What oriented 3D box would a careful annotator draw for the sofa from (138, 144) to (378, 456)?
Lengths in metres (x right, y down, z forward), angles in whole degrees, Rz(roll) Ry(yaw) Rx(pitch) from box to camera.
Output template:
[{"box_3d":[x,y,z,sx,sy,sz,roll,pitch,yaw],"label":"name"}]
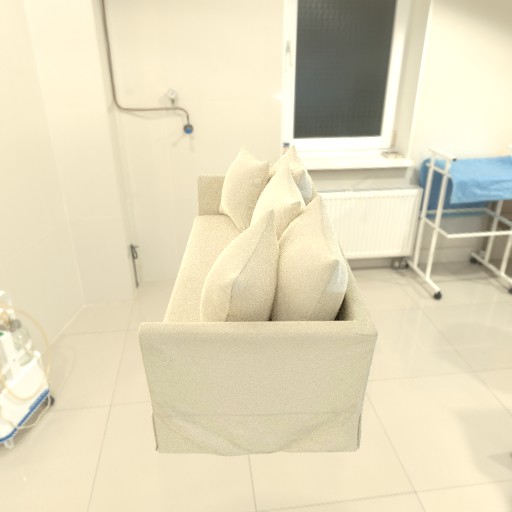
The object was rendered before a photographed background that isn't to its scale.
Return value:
[{"box_3d":[0.000,0.000,2.881,1.031,1.034,2.290,0,26,-1],"label":"sofa"}]
